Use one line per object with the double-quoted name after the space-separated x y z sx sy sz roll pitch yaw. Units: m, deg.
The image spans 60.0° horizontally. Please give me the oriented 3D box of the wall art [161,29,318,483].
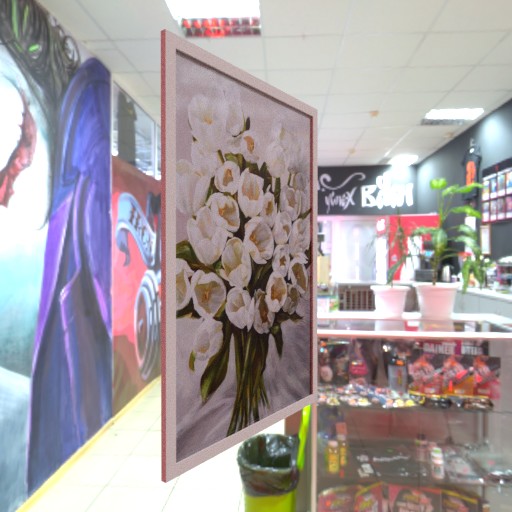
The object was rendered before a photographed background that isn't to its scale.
0.000 0.000 1.211 0.015 0.965 0.660 0 0 37 "wall art"
